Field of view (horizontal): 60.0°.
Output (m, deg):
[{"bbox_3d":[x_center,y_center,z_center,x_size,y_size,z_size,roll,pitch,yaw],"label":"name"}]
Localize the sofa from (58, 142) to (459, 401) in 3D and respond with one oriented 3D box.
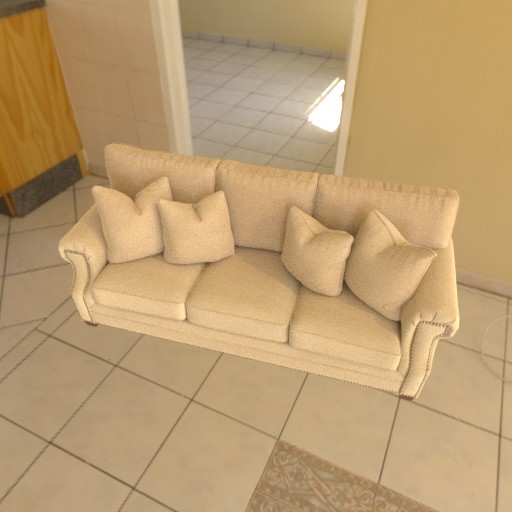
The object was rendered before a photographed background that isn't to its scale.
[{"bbox_3d":[0.000,0.000,2.759,2.312,0.975,0.965,10,42,12],"label":"sofa"}]
